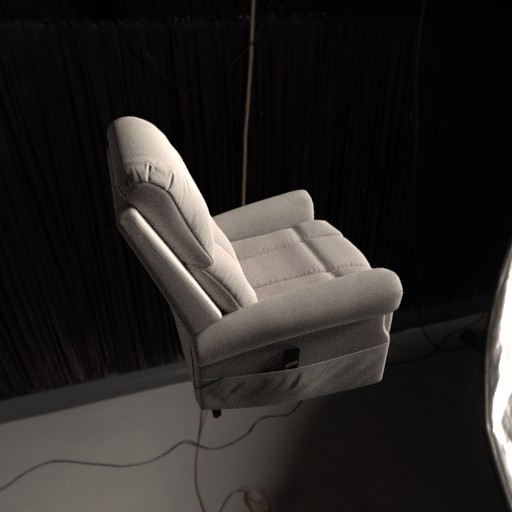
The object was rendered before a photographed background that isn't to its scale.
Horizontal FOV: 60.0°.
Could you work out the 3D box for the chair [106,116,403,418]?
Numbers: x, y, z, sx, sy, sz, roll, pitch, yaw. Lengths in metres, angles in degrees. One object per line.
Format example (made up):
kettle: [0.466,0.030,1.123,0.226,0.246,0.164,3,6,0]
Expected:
chair: [0.000,0.000,1.744,0.979,1.031,0.871,-10,33,-16]
